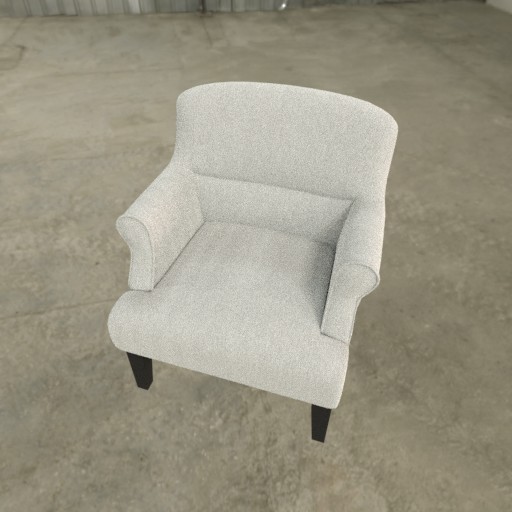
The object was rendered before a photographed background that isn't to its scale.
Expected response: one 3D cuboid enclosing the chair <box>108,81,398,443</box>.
[{"bbox_3d":[0.000,0.000,1.468,0.781,0.875,0.750,12,44,13],"label":"chair"}]
